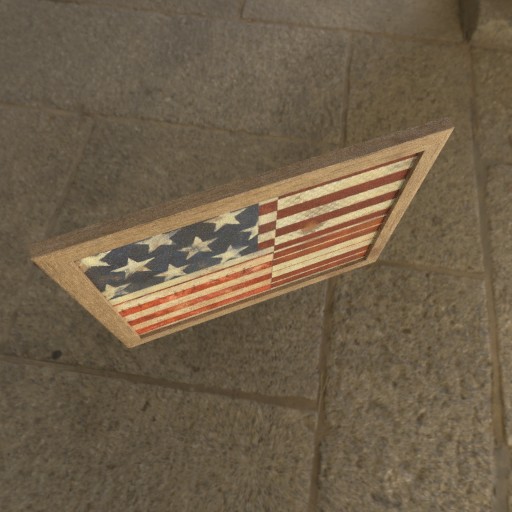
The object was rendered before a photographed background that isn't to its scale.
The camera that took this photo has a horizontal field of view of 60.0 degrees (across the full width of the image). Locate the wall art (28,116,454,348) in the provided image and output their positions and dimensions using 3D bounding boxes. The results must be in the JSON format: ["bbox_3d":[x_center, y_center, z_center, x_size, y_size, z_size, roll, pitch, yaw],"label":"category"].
[{"bbox_3d":[0.000,0.000,0.926,0.690,0.535,0.026,-19,66,-9],"label":"wall art"}]
